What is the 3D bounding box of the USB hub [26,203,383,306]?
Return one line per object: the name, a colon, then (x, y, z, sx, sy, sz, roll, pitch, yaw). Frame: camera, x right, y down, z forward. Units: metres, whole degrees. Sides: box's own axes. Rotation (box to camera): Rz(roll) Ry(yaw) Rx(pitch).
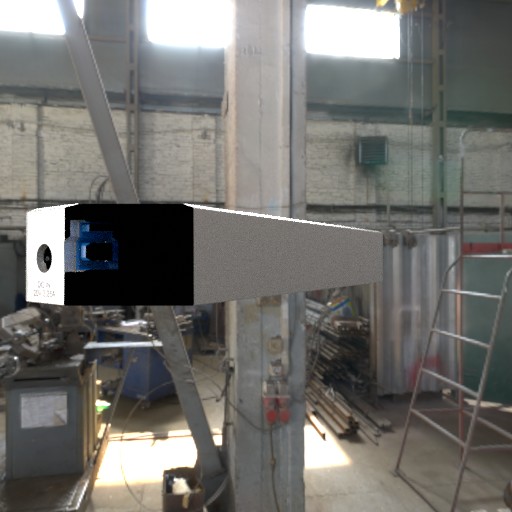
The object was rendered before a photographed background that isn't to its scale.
USB hub: (0.000, 0.000, 0.158, 0.044, 0.023, 0.145, 0, 0, 35)
